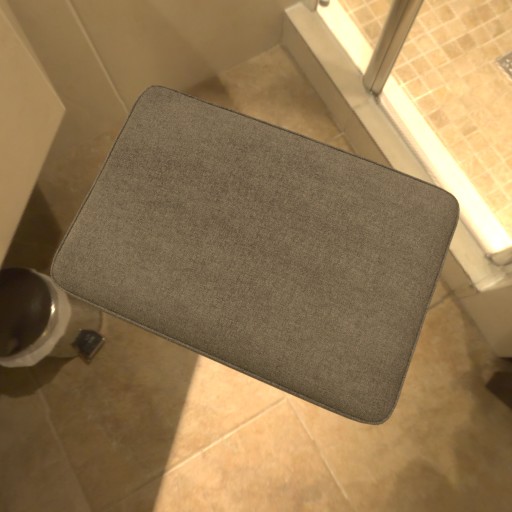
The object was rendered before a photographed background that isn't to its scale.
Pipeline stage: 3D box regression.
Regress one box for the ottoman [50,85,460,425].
[{"bbox_3d":[0.000,0.000,1.150,0.813,0.457,0.561,22,78,5],"label":"ottoman"}]
